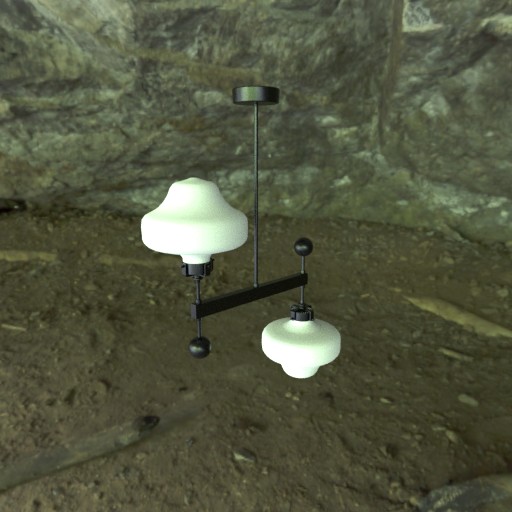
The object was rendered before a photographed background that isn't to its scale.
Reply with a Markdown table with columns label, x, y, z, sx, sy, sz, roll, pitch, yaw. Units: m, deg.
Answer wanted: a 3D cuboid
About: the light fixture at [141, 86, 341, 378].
| label | x | y | z | sx | sy | sz | roll | pitch | yaw |
| --- | --- | --- | --- | --- | --- | --- | --- | --- | --- |
| light fixture | 0.000 | 0.000 | 1.046 | 0.422 | 0.743 | 0.489 | 2 | 14 | 9 |
